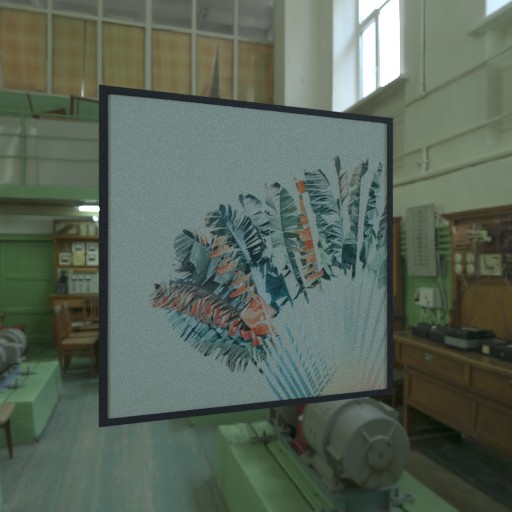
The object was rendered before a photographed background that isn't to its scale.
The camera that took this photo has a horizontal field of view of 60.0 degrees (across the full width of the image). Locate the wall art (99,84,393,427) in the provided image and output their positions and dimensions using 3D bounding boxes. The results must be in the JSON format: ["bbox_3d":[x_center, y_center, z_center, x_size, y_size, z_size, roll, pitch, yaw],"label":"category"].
[{"bbox_3d":[0.000,0.000,0.453,0.302,0.300,0.036,0,0,-18],"label":"wall art"}]
